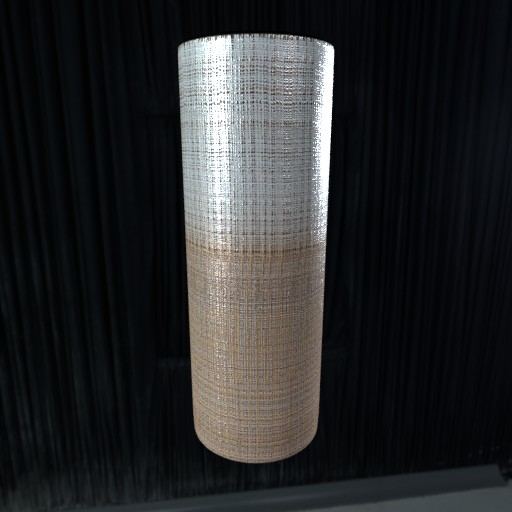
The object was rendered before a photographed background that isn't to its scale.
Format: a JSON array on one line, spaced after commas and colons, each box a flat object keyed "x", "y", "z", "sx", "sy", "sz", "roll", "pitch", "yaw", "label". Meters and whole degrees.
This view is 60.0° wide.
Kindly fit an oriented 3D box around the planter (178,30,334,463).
[{"x": 0.000, "y": 0.000, "z": 0.321, "sx": 0.099, "sy": 0.278, "sz": 0.099, "roll": -3, "pitch": 16, "yaw": -10, "label": "planter"}]
